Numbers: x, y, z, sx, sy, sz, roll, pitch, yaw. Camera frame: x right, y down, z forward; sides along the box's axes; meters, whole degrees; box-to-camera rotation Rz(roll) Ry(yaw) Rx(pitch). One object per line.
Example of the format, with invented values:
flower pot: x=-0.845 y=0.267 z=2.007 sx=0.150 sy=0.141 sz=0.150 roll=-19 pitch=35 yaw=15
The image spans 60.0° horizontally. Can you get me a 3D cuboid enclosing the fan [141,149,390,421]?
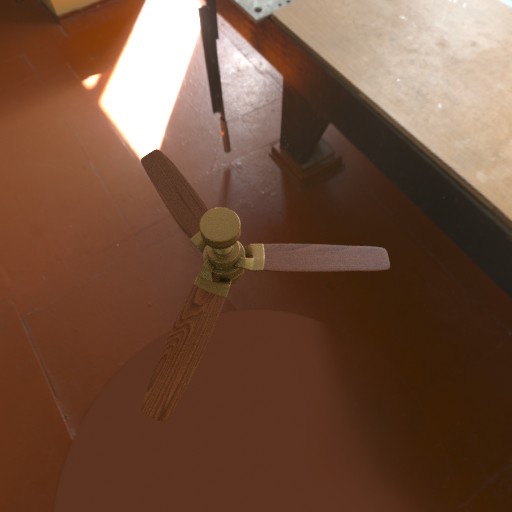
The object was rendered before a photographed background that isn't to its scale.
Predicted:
fan: x=0.000 y=0.000 z=2.032 sx=1.271 sy=0.425 sz=1.416 roll=0 pitch=61 yaw=0
